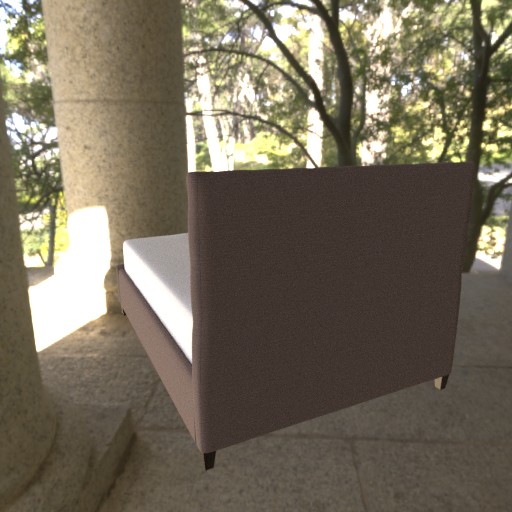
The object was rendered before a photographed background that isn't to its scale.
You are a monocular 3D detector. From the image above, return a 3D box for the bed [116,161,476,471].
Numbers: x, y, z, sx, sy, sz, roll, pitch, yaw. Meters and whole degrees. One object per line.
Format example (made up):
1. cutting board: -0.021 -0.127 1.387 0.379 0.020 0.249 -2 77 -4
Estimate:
1. bed: 0.000 0.000 3.249 1.696 1.426 2.233 -7 17 -25
